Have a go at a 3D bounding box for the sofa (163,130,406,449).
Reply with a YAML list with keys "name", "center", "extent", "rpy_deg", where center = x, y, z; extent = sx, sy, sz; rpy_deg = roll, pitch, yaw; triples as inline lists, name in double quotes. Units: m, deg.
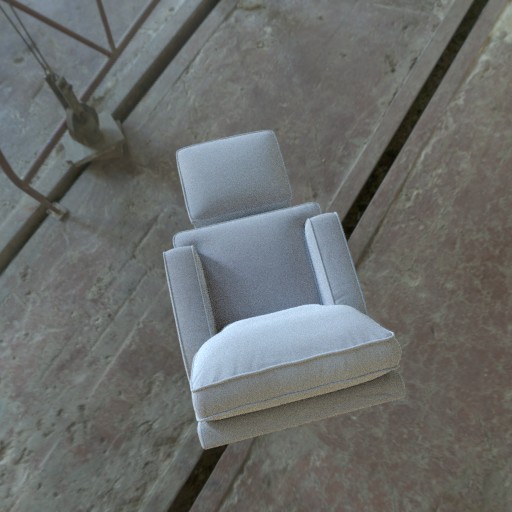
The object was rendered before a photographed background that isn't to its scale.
- name: "sofa"
  center: [0.000, 0.000, 2.094]
  extent: [0.861, 0.959, 1.472]
  rpy_deg: [-13, 74, -4]
